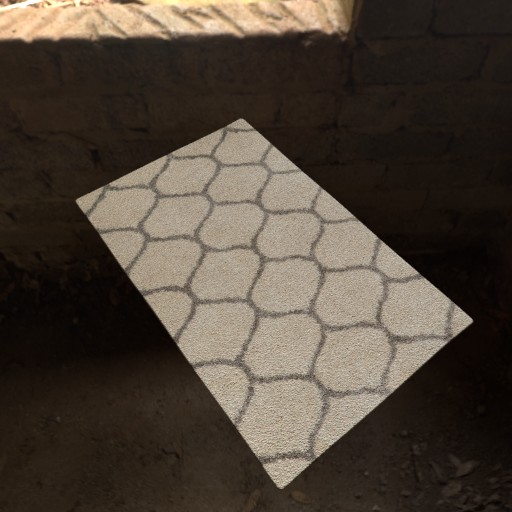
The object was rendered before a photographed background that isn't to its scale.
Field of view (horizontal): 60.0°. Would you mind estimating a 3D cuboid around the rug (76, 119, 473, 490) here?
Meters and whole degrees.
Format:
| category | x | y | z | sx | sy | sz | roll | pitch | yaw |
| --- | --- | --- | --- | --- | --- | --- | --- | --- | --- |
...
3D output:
| category | x | y | z | sx | sy | sz | roll | pitch | yaw |
| --- | --- | --- | --- | --- | --- | --- | --- | --- | --- |
| rug | 0.000 | 0.000 | 2.927 | 1.501 | 0.024 | 2.348 | -32 | 62 | -20 |
